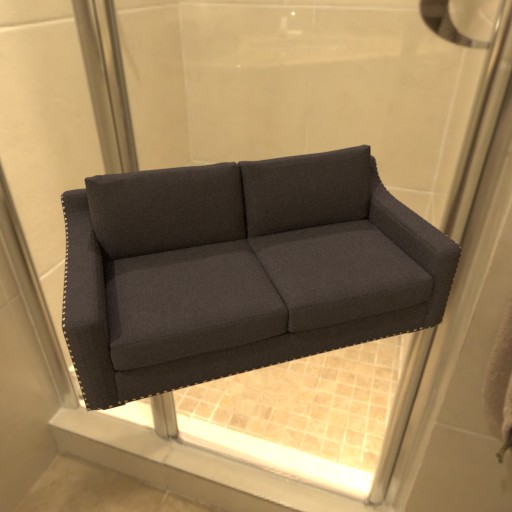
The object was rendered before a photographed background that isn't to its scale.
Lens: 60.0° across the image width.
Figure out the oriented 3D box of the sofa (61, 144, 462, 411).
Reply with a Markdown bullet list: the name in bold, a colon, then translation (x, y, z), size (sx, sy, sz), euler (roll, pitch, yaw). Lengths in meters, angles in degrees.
- **sofa**: translation (0.000, 0.000, 3.234), size (2.550, 1.196, 1.336), euler (-10, 34, -15)
